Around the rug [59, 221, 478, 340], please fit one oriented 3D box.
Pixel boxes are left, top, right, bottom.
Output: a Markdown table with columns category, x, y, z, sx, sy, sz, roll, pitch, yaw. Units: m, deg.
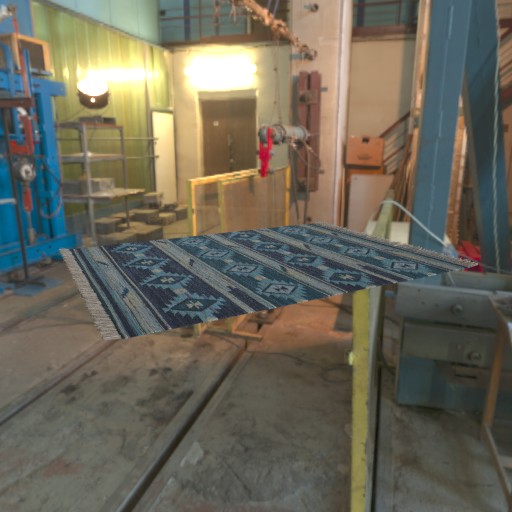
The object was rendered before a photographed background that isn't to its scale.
| category | x | y | z | sx | sy | sz | roll | pitch | yaw |
| --- | --- | --- | --- | --- | --- | --- | --- | --- | --- |
| rug | 0.000 | 0.000 | 4.266 | 3.307 | 0.047 | 2.418 | -8 | 17 | -28 |
